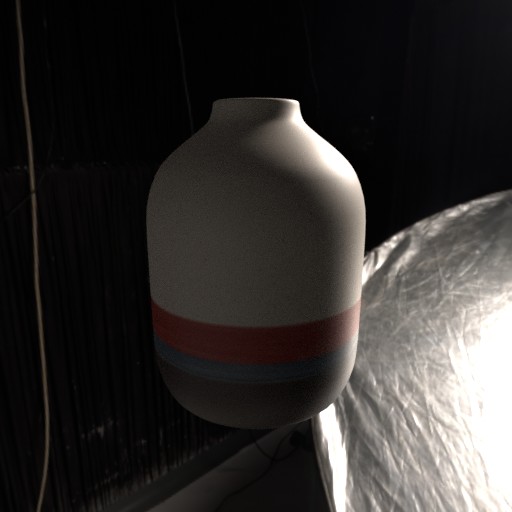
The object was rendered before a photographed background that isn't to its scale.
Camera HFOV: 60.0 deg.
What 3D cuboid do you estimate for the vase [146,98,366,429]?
[{"bbox_3d":[0.000,0.000,0.359,0.169,0.237,0.169,0,15,0],"label":"vase"}]
